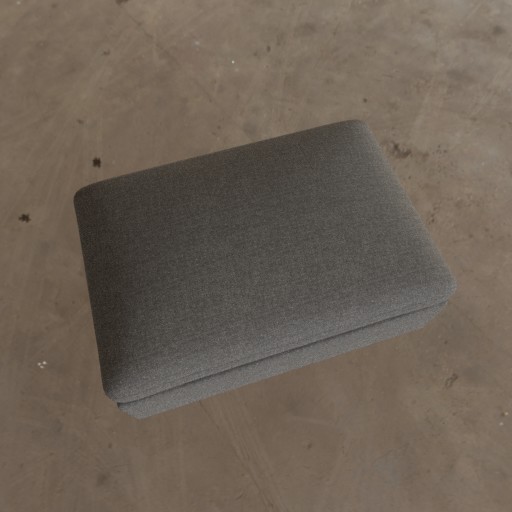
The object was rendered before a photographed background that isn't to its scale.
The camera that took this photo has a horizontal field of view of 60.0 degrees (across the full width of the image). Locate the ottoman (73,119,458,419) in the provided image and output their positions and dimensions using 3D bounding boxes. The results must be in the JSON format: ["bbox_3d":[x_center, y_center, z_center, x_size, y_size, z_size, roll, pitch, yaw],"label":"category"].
[{"bbox_3d":[0.000,0.000,1.476,1.041,0.483,0.711,-16,64,-8],"label":"ottoman"}]
